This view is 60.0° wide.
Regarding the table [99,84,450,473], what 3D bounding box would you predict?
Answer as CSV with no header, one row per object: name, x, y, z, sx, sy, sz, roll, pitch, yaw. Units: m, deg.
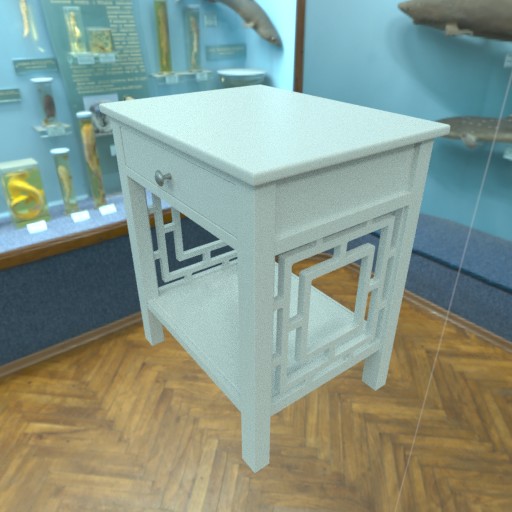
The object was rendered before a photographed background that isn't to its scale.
table,0.000,0.000,1.033,0.451,0.646,0.564,-20,35,-31
